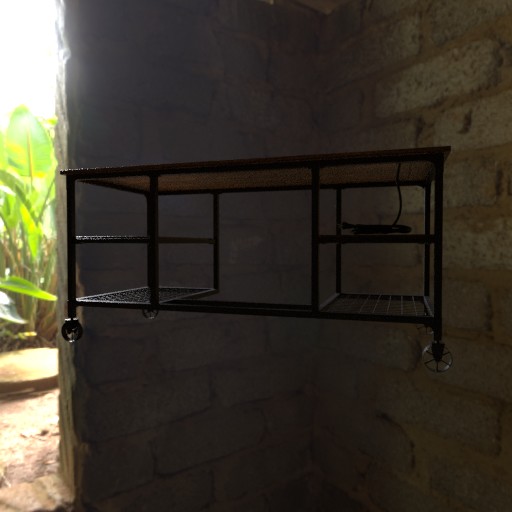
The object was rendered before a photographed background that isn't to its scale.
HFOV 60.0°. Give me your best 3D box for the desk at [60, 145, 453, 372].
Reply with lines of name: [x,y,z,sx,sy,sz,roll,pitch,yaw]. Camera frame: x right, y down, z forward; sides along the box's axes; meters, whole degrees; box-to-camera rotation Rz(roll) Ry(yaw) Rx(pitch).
desk: [0.000,0.000,2.028,1.590,0.751,0.711,0,2,18]
